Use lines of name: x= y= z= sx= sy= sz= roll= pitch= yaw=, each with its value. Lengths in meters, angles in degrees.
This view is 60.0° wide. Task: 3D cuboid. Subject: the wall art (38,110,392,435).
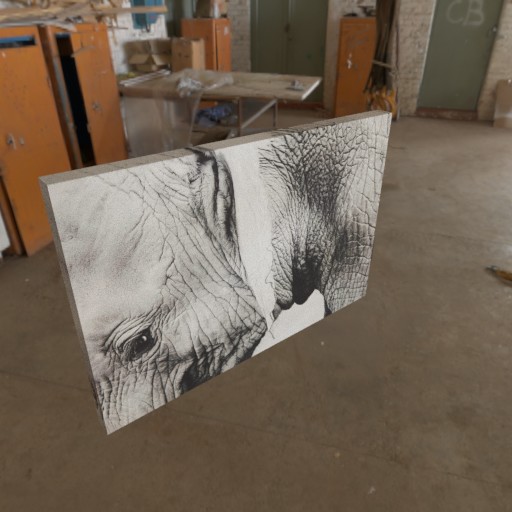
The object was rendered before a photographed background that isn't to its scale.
wall art: x=0.000 y=0.000 z=0.763 sx=0.613 sy=0.407 sz=0.035 roll=-21 pitch=36 yaw=-33
